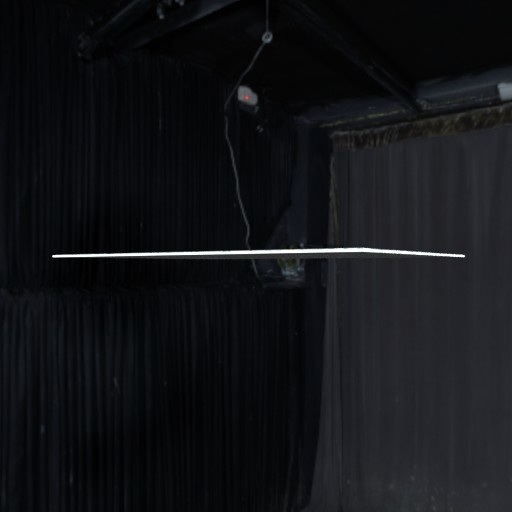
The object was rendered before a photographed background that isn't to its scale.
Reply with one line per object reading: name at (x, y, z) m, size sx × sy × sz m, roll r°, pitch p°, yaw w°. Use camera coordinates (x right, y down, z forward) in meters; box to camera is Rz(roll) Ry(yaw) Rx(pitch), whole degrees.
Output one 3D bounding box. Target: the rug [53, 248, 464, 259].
rug at (0.000, 0.000, 2.911) m, size 2.197 × 0.014 × 1.586 m, roll -1°, pitch -1°, yaw 37°
